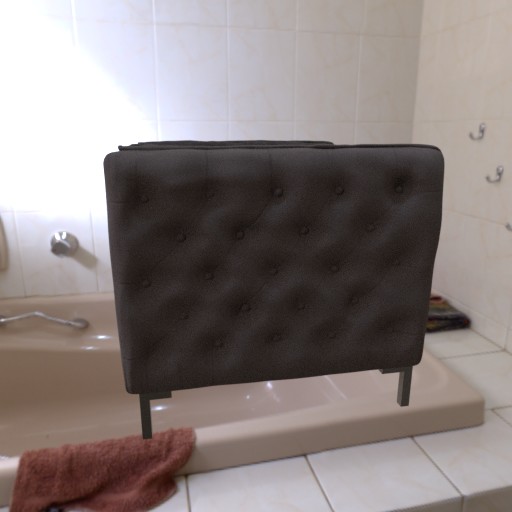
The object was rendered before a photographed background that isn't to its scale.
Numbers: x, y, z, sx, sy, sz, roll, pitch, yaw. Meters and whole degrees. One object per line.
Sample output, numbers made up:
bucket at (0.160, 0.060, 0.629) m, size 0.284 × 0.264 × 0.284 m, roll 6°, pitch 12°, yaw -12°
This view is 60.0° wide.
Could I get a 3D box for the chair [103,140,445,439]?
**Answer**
chair at (0.000, 0.000, 1.614) m, size 0.913 × 0.807 × 0.946 m, roll -3°, pitch 16°, yaw -11°
